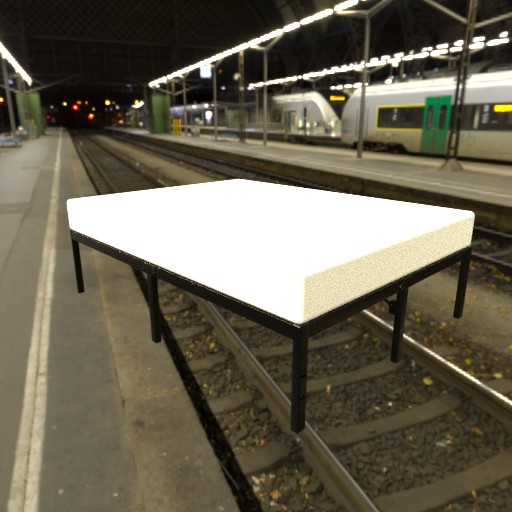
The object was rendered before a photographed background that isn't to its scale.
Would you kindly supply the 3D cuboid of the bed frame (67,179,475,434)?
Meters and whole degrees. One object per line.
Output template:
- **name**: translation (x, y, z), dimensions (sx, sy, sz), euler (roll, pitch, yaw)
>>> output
- **bed frame**: translation (0.000, 0.000, 2.831), dimensions (1.557, 0.659, 2.072), euler (-16, 23, -41)
